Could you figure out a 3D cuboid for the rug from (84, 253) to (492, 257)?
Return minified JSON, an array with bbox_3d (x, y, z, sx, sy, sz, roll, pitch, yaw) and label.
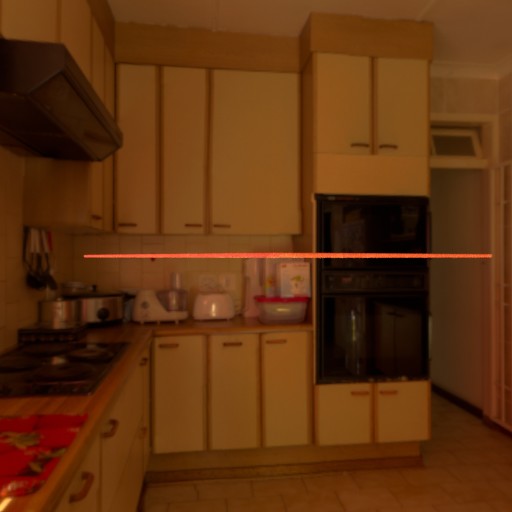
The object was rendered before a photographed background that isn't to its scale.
[{"bbox_3d":[0.000,0.000,2.308,1.219,0.014,1.829,0,0,-37],"label":"rug"}]
